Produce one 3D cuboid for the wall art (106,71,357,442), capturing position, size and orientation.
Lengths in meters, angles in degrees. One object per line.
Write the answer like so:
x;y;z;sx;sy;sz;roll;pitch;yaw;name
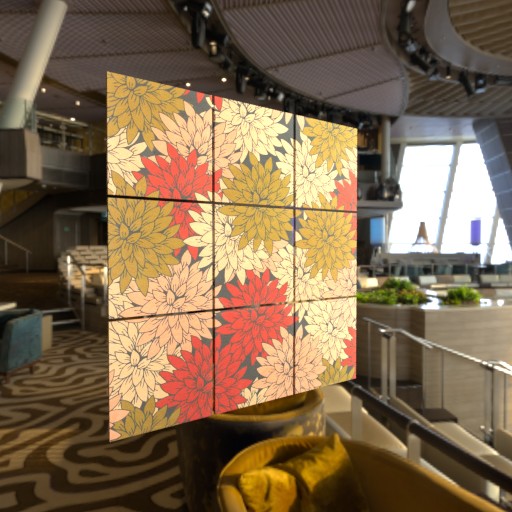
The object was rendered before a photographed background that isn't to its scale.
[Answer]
0.000;0.000;2.284;1.519;1.534;0.013;-1;2;-36;wall art
